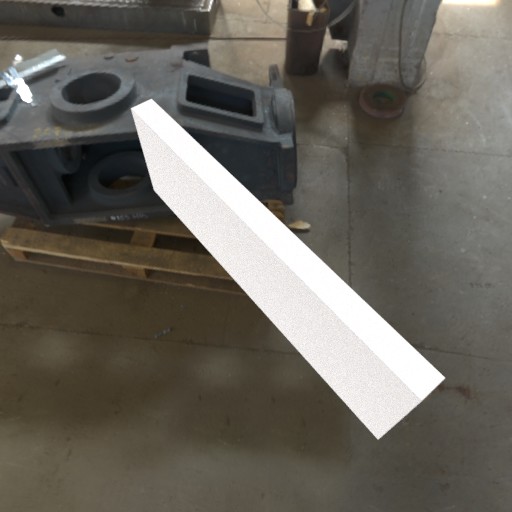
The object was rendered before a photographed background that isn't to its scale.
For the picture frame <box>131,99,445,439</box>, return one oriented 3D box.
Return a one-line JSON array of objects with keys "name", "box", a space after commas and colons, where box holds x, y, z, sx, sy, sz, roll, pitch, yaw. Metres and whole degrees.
[{"name": "picture frame", "box": [0.000, 0.000, 0.860, 0.050, 0.250, 0.759, -34, 63, -20]}]
